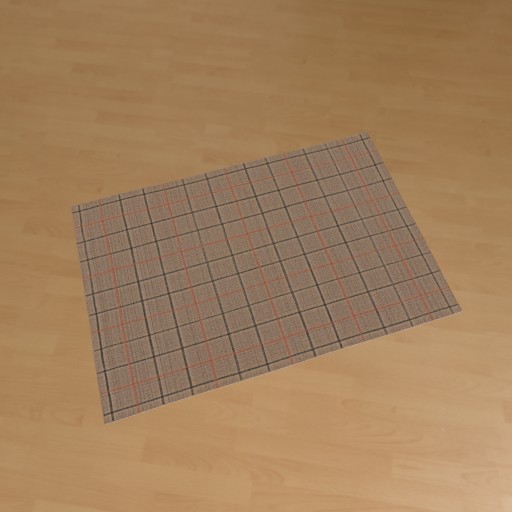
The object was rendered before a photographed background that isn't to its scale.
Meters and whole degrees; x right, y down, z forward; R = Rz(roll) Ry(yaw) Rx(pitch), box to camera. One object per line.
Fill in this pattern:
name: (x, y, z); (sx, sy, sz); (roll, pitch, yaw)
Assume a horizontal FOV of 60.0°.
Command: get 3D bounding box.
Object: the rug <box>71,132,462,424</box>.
rug: (0.000, 0.000, 2.392); (1.829, 0.013, 1.220); (-16, 66, -7)
